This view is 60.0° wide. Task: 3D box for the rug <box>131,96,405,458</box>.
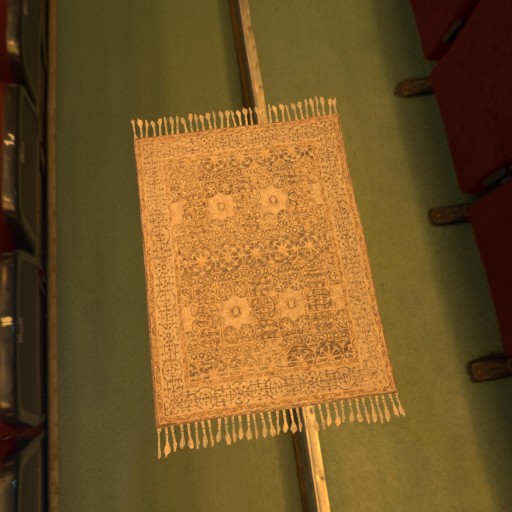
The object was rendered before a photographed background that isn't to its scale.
[{"bbox_3d":[0.000,0.000,3.152,1.619,0.023,2.465,-8,75,-2],"label":"rug"}]
